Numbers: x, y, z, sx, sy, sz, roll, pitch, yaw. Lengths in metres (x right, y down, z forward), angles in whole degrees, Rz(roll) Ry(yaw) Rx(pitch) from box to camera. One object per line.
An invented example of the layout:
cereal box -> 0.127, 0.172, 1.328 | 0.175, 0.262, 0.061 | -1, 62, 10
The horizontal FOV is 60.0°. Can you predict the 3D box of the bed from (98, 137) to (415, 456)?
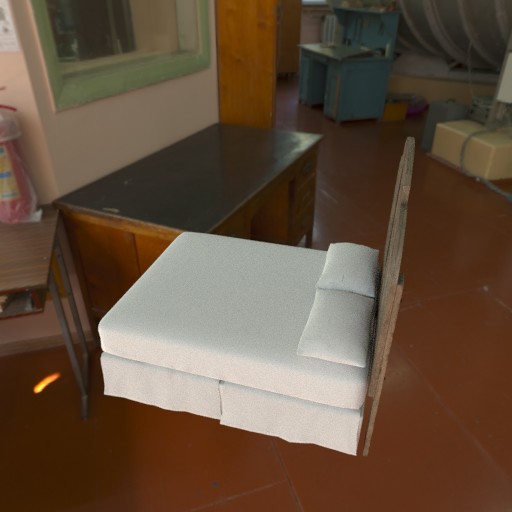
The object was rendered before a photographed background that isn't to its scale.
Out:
bed -> 0.000, 0.000, 3.512 | 2.138, 2.019, 1.713 | 9, 33, 14
